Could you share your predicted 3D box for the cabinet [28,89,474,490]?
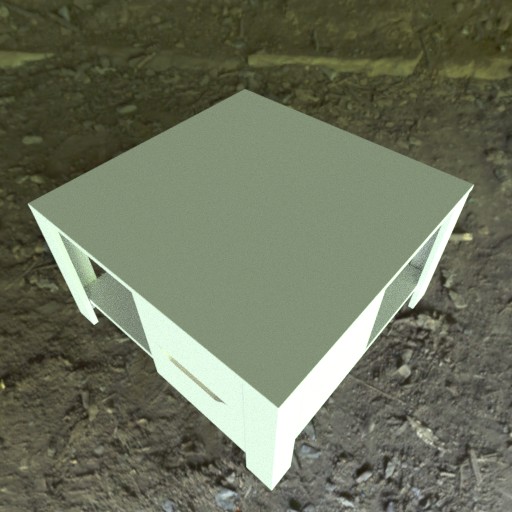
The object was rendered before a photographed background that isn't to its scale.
[{"bbox_3d":[0.000,0.000,1.288,0.800,0.460,0.800,32,55,27],"label":"cabinet"}]
